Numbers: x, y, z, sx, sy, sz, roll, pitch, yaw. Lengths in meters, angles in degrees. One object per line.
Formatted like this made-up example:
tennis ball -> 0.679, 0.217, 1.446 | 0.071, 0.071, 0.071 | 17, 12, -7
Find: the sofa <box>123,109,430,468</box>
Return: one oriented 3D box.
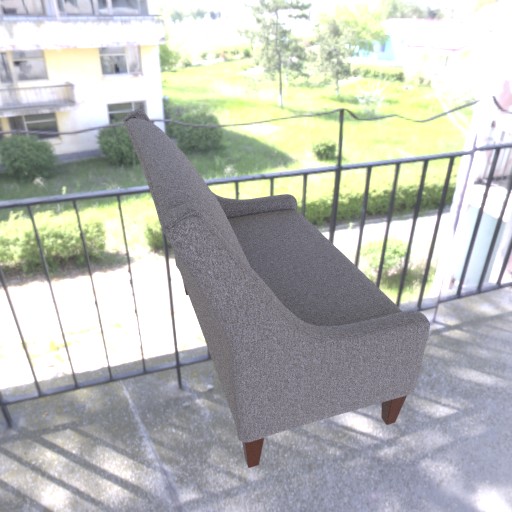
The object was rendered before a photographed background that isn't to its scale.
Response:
sofa -> 0.000, 0.000, 1.868 | 0.862, 1.026, 1.242 | -10, 31, -16
